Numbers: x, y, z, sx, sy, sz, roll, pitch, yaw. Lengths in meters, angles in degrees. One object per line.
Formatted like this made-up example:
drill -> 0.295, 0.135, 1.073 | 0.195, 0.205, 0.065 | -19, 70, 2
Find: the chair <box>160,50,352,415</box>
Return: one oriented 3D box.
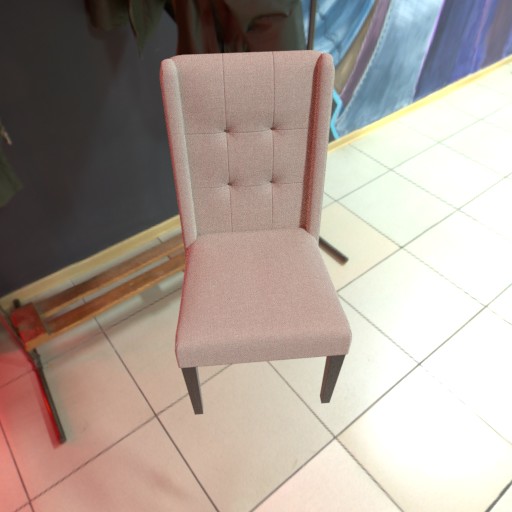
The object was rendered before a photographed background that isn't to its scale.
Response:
chair -> 0.000, 0.000, 1.289 | 0.474, 0.961, 0.523 | -4, 47, -4
